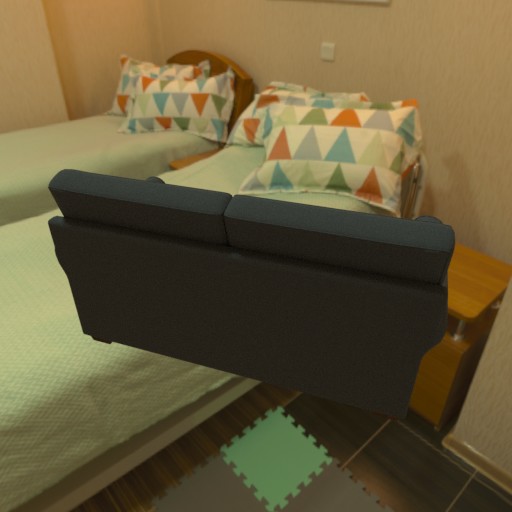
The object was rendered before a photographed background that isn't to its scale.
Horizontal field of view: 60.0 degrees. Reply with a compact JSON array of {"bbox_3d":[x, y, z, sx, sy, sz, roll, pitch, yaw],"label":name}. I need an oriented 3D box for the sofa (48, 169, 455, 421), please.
[{"bbox_3d":[0.000,0.000,2.428,1.930,1.020,0.940,10,34,16],"label":"sofa"}]
